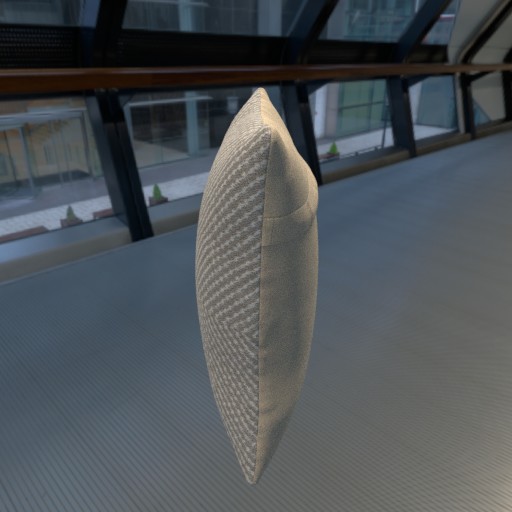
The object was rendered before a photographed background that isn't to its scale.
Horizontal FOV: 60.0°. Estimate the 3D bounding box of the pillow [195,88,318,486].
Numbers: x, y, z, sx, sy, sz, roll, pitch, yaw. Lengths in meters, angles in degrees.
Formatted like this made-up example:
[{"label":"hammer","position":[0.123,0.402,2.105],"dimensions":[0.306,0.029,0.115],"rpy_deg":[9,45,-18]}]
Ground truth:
[{"label":"pillow","position":[0.000,0.000,0.687],"dimensions":[0.181,0.458,0.459],"rpy_deg":[0,25,-1]}]
